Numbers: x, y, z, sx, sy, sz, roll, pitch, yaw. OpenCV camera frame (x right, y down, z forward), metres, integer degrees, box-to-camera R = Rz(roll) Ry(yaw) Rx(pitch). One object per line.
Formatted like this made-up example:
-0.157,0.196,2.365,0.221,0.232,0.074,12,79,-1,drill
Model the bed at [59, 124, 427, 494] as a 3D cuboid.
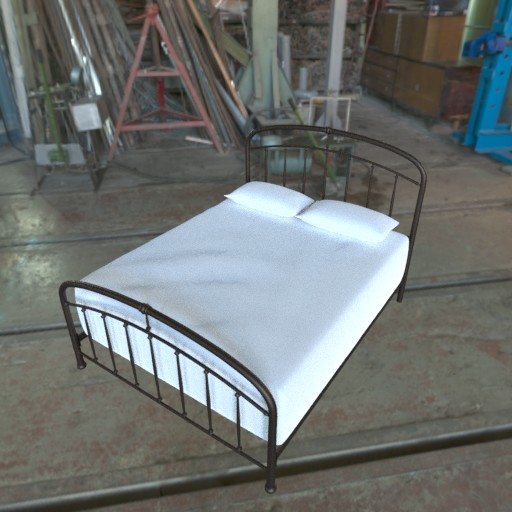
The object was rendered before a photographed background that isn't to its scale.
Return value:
0.000,0.000,3.238,1.711,1.425,2.180,19,36,29,bed
